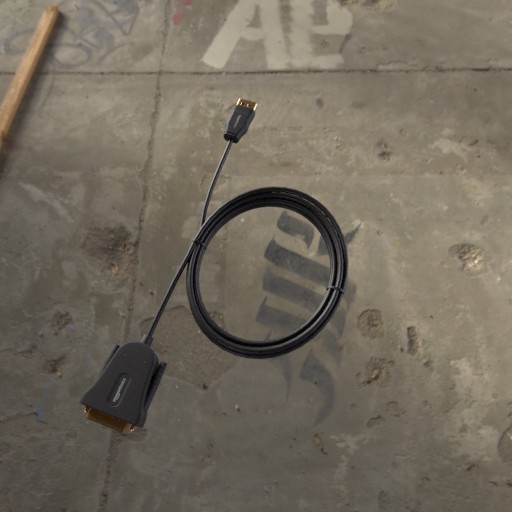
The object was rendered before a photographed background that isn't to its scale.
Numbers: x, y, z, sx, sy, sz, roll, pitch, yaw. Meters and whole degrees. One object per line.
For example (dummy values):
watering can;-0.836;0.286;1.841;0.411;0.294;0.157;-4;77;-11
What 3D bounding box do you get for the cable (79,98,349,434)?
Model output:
cable;0.000;0.000;0.323;0.136;0.015;0.281;18;65;9
